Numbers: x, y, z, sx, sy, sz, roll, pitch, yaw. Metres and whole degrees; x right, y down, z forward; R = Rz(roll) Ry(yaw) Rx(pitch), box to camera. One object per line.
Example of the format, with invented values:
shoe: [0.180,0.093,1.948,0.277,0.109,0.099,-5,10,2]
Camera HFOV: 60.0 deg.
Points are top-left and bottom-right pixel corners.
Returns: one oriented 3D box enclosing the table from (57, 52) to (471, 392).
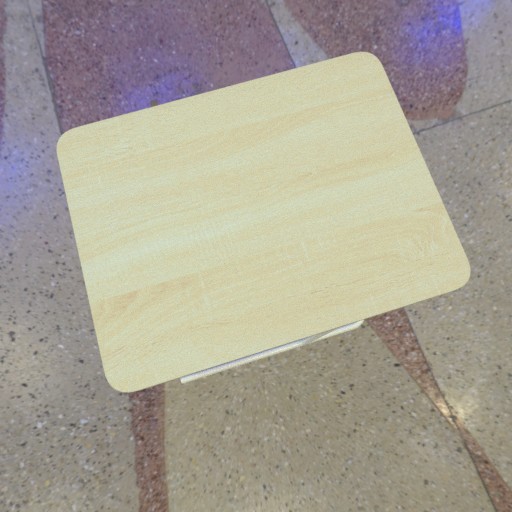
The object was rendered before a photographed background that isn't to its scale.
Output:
table: [0.000,0.000,0.858,0.480,0.550,0.370,-17,76,-4]
